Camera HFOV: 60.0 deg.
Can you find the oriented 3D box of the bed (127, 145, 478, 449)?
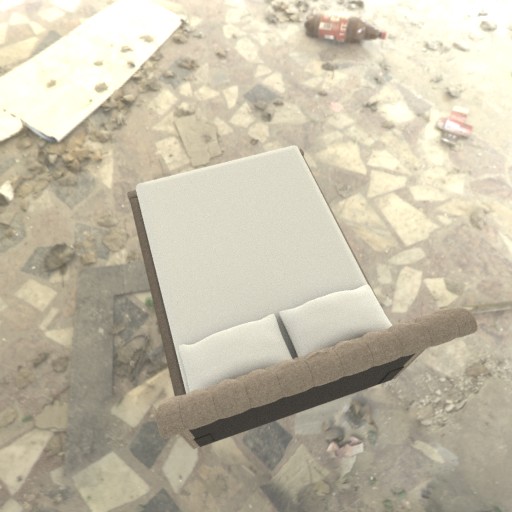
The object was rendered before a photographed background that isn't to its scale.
[{"bbox_3d":[0.000,0.000,3.215,1.645,1.371,2.252,-16,61,-9],"label":"bed"}]
